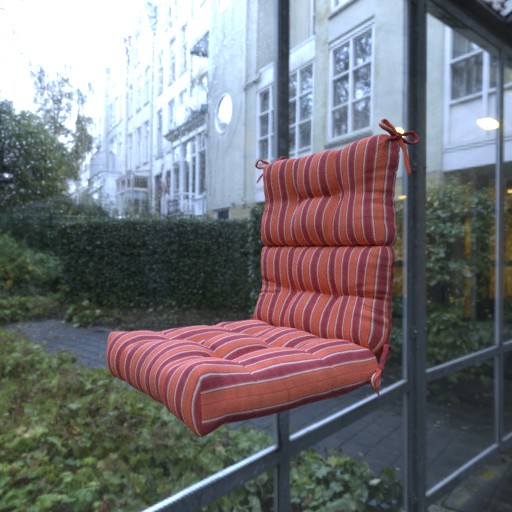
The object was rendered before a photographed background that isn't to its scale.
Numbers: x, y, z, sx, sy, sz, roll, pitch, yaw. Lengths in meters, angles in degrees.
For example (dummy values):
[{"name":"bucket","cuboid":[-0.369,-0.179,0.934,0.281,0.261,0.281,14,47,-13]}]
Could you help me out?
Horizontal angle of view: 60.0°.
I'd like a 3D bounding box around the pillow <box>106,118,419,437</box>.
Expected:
[{"name":"pillow","cuboid":[0.000,0.000,1.032,0.571,0.605,0.519,-1,1,-35]}]
